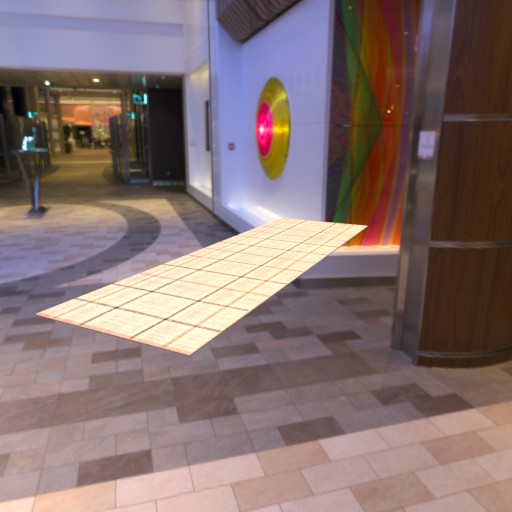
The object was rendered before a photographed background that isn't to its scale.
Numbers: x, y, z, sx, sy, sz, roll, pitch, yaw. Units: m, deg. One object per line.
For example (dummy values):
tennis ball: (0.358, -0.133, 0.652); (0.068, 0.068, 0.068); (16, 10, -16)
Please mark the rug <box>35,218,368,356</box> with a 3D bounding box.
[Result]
rug: (0.000, 0.000, 2.679); (0.762, 0.008, 2.439); (8, 17, 26)
